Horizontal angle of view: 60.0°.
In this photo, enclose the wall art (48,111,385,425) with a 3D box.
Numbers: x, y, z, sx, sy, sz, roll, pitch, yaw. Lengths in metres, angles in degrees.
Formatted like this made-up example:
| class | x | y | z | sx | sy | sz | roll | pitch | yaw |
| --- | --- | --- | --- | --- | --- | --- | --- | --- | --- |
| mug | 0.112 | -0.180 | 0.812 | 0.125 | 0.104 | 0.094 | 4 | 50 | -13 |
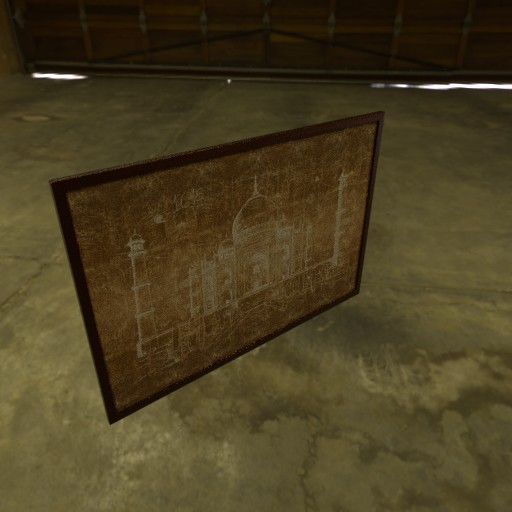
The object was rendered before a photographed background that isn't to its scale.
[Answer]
| class | x | y | z | sx | sy | sz | roll | pitch | yaw |
| --- | --- | --- | --- | --- | --- | --- | --- | --- | --- |
| wall art | 0.000 | 0.000 | 1.048 | 0.816 | 0.559 | 0.014 | -21 | 36 | -32 |
